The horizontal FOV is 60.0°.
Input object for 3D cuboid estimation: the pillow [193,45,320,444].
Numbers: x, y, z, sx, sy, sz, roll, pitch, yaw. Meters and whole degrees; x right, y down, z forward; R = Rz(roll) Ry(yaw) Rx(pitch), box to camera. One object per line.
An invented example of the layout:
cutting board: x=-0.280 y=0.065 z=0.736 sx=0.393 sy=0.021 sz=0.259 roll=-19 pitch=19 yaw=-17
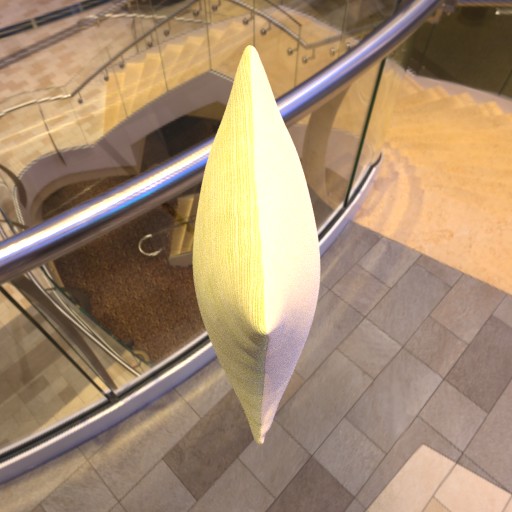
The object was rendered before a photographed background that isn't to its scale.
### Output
pillow: x=0.000 y=0.000 z=0.808 sx=0.229 sy=0.487 sz=0.560 roll=-2 pitch=57 yaw=-1
